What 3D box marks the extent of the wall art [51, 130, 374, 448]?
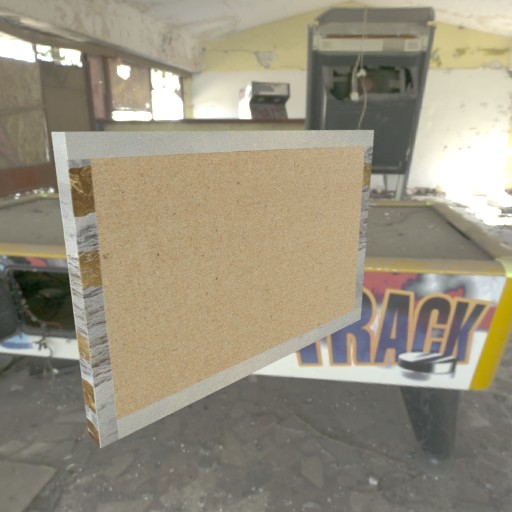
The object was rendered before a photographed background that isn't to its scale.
[{"bbox_3d":[0.000,0.000,0.748,0.606,0.407,0.041,-15,22,-41],"label":"wall art"}]
